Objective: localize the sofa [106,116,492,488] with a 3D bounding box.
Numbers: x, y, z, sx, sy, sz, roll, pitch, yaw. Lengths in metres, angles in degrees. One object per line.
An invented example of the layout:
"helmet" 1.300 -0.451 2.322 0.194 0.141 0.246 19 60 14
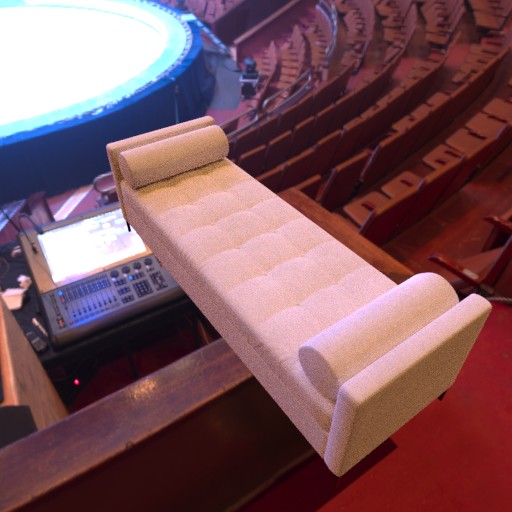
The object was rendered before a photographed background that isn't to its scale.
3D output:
"sofa" 0.000 0.000 2.233 0.686 0.635 1.981 -25 47 -26
